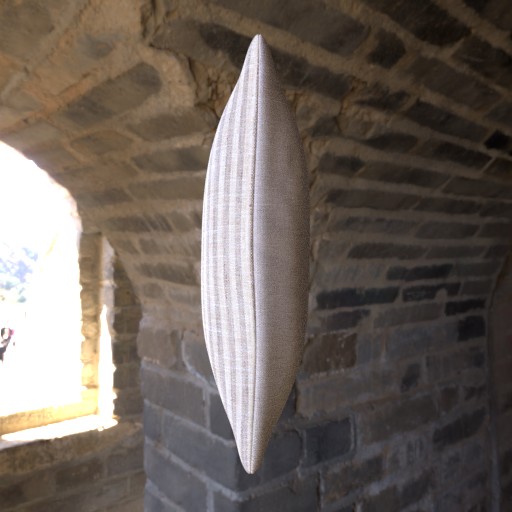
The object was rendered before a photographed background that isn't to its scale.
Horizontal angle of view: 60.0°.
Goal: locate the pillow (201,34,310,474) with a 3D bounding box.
[{"bbox_3d":[0.000,0.000,0.771,0.166,0.510,0.523,0,-1,0],"label":"pillow"}]
